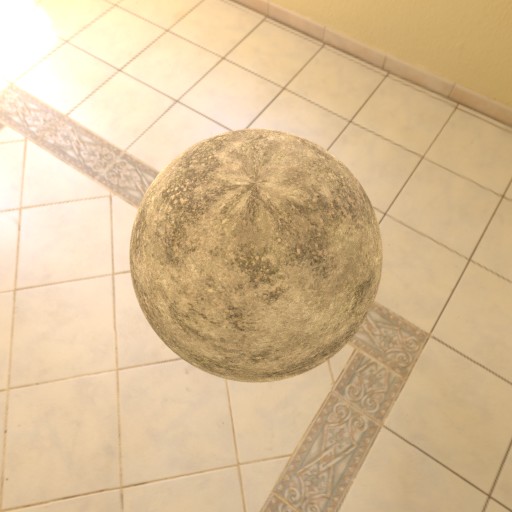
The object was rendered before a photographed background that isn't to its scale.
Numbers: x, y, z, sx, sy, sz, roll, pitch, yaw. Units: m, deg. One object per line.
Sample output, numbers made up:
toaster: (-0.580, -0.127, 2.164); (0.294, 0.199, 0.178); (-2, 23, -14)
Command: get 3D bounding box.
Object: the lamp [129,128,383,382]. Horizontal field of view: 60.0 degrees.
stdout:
lamp: (0.000, 0.000, 0.768); (0.422, 0.429, 0.422); (0, 64, 0)
